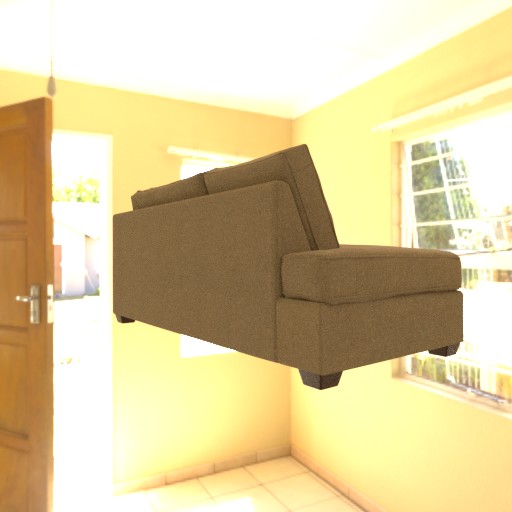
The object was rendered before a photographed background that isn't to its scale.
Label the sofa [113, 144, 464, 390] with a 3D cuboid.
[{"bbox_3d":[0.000,0.000,2.836,1.110,1.019,2.238,0,0,-37],"label":"sofa"}]
